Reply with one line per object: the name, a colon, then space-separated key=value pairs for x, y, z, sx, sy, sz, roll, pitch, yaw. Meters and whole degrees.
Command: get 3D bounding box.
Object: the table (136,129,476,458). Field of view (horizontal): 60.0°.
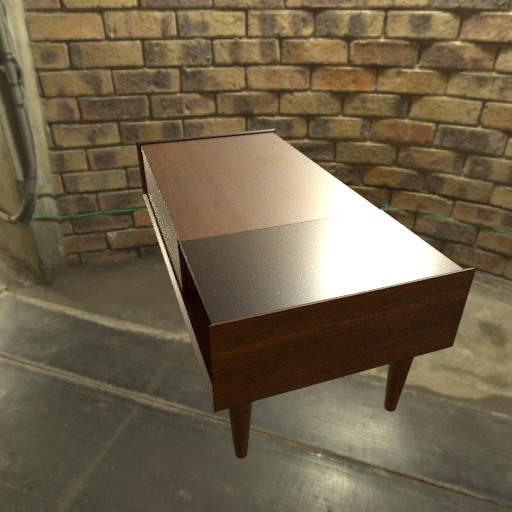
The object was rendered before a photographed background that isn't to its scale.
table: x=0.000 y=0.000 z=1.522 sx=0.610 sy=0.508 sz=1.221 roll=-10 pitch=32 yaw=-16
